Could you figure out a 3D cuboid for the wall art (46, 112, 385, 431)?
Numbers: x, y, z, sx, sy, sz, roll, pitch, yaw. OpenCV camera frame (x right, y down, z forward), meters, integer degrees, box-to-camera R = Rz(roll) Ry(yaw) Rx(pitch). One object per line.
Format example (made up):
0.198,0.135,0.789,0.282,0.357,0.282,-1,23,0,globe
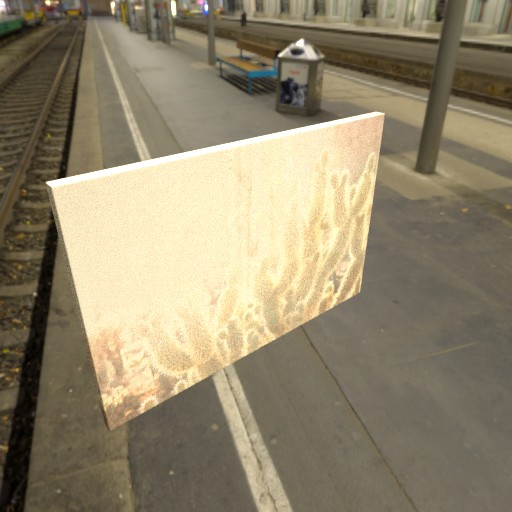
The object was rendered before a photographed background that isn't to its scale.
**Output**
0.000,0.000,1.442,1.142,0.758,0.041,-22,36,-34,wall art
